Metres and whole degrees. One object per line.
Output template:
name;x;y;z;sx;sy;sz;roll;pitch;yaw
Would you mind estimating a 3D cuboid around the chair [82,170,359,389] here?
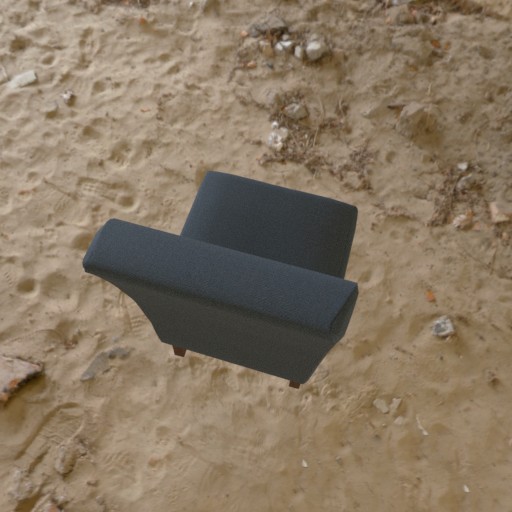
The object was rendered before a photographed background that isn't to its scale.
chair;0.000;0.000;1.192;0.513;0.804;0.592;14;65;7
